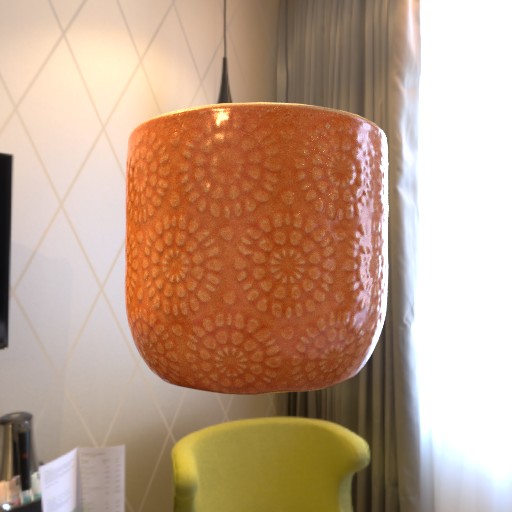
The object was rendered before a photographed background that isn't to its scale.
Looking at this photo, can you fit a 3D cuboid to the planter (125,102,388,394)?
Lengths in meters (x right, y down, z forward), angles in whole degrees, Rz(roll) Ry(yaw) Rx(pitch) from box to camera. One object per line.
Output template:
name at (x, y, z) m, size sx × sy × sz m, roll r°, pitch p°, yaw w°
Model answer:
planter at (0.000, 0.000, 0.292) m, size 0.170 × 0.152 × 0.170 m, roll 0°, pitch -1°, yaw 0°
